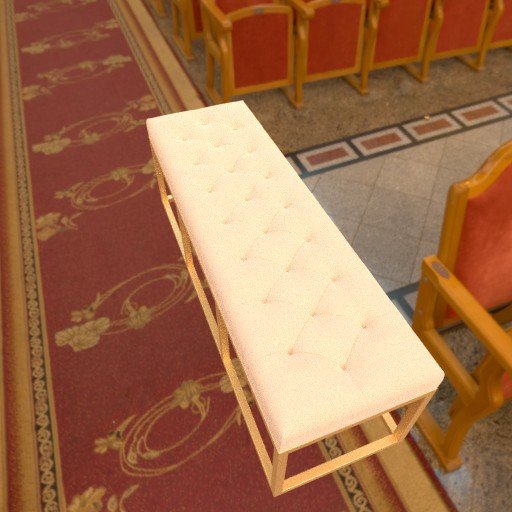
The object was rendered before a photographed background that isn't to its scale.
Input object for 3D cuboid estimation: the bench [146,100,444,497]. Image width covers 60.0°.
[{"bbox_3d":[0.000,0.000,1.677,0.457,0.484,1.473,-16,50,-14],"label":"bench"}]
